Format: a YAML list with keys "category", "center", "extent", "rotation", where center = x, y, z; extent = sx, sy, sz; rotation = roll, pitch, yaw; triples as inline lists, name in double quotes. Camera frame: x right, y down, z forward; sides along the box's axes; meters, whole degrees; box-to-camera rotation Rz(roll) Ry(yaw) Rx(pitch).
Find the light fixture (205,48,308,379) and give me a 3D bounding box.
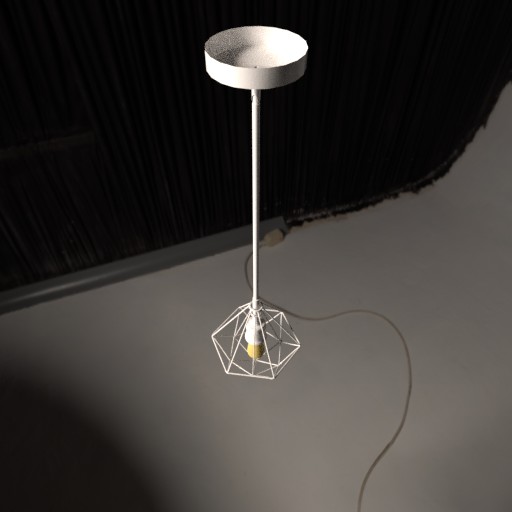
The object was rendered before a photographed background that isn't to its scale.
- category: "light fixture"
  center: [0.000, 0.000, 1.913]
  extent: [0.431, 1.764, 0.487]
  rotation: [-17, 49, -15]
